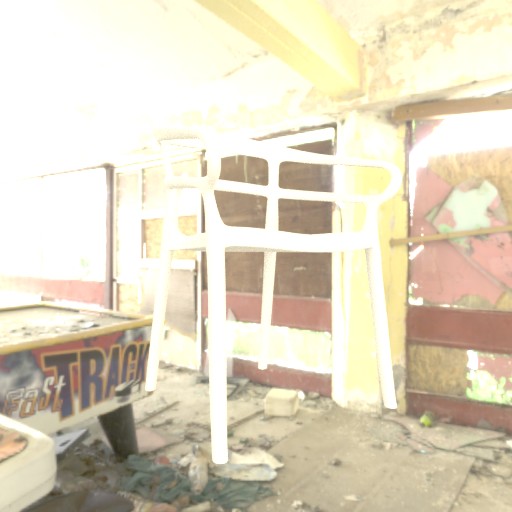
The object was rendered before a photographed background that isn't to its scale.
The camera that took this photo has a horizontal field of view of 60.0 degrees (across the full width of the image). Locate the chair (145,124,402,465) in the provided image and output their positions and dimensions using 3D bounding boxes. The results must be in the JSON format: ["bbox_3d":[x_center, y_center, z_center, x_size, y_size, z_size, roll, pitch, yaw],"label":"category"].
[{"bbox_3d":[0.000,0.000,1.155,0.559,0.761,0.527,-1,1,-35],"label":"chair"}]
